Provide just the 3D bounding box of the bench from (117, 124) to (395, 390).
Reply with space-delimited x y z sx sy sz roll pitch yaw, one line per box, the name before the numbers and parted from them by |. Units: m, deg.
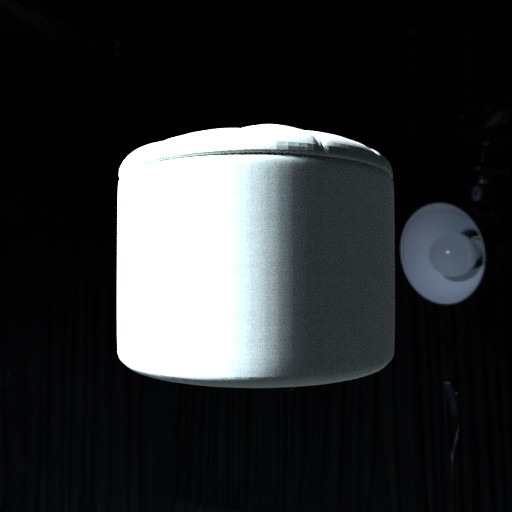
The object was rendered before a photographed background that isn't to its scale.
bench | 0.000 0.000 1.004 0.600 0.453 0.600 0 -1 0
